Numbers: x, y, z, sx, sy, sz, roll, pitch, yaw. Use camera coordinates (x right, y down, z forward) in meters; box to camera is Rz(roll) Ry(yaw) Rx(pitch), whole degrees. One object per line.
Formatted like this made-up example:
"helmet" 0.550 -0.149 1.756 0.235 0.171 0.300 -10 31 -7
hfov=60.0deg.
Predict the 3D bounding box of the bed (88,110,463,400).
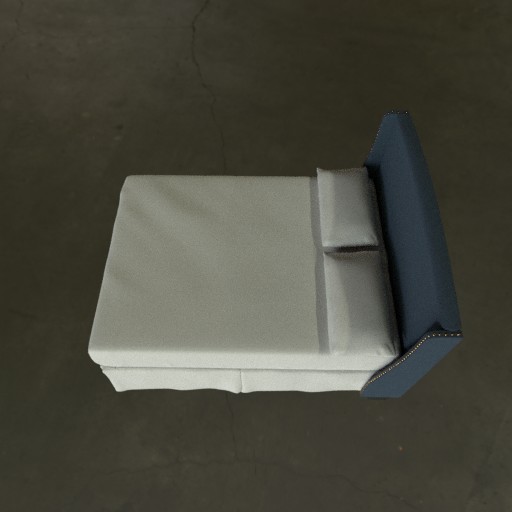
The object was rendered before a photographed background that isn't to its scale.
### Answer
"bed" 0.000 0.000 3.255 2.237 1.407 1.710 1 59 0
